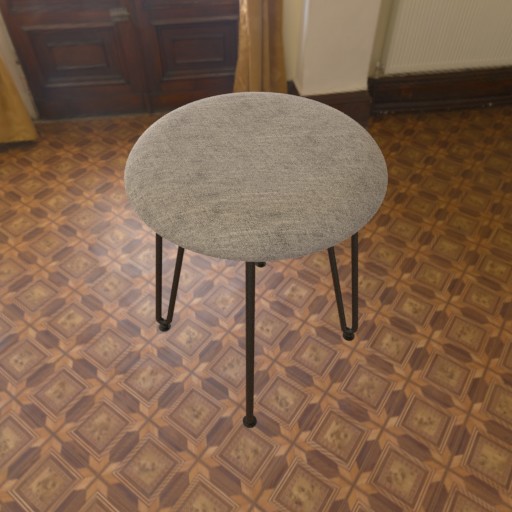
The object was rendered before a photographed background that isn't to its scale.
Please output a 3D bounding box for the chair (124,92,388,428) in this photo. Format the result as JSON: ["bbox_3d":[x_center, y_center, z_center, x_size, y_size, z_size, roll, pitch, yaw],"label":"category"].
[{"bbox_3d":[0.000,0.000,0.645,0.350,0.386,0.350,2,46,2],"label":"chair"}]
